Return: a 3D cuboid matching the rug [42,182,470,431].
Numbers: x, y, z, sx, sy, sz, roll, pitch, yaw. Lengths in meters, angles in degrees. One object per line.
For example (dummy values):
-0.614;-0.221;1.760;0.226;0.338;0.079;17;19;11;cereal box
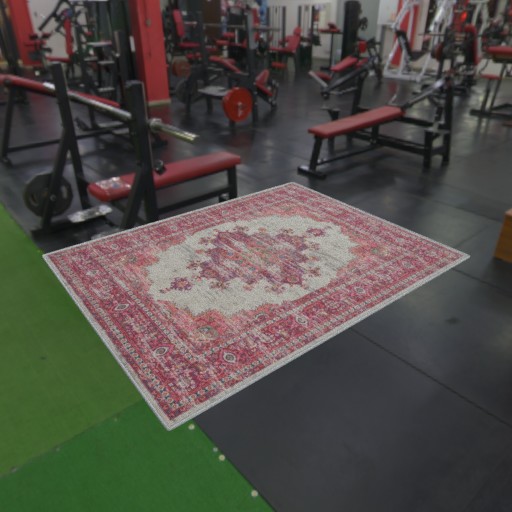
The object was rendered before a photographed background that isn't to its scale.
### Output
0.000;0.000;4.089;3.123;0.017;2.447;-21;36;-32;rug
